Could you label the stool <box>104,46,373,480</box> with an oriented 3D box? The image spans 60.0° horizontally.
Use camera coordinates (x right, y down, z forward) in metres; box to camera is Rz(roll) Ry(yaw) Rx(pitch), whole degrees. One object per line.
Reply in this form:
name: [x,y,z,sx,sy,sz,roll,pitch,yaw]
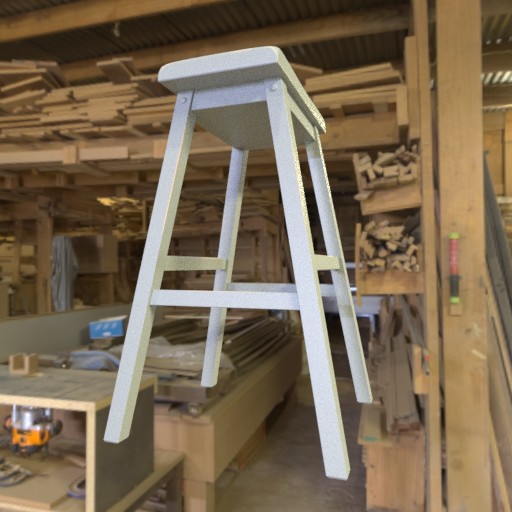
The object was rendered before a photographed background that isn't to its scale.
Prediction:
stool: [0.000,0.000,1.017,0.476,0.737,0.457,0,-1,20]
